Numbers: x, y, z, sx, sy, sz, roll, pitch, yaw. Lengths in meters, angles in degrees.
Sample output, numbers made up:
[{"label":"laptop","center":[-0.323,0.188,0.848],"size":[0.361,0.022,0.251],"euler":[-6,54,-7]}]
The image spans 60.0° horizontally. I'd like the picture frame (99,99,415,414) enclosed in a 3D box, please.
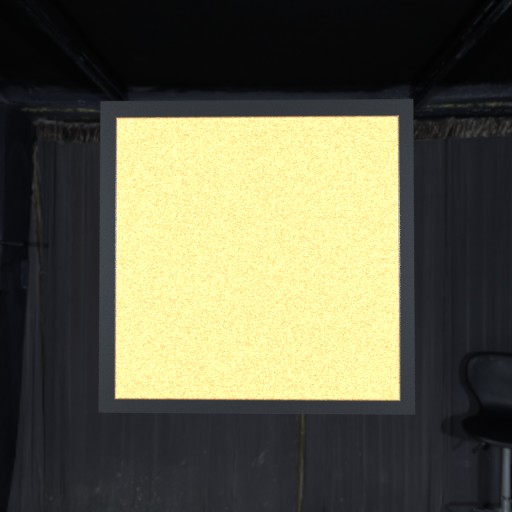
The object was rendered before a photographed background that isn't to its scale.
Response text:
[{"label":"picture frame","center":[0.000,0.000,0.513],"size":[0.355,0.353,0.029],"euler":[0,-1,1]}]
